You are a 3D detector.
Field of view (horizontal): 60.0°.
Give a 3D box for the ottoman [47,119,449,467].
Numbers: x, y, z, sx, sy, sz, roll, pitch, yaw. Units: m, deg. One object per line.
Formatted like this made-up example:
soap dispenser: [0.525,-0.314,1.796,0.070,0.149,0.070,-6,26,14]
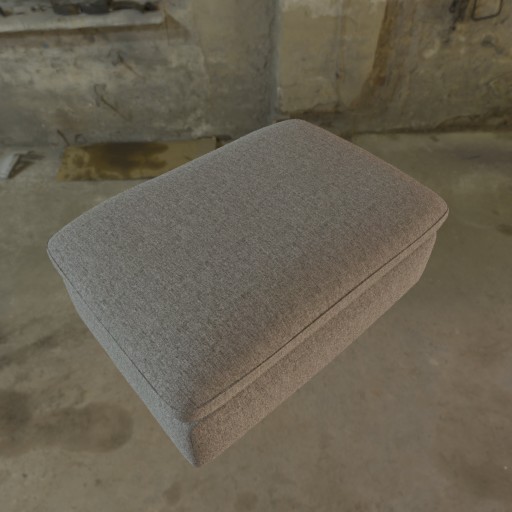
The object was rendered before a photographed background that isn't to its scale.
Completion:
ottoman: [0.000,0.000,1.334,0.977,0.451,0.694,-33,55,-27]
